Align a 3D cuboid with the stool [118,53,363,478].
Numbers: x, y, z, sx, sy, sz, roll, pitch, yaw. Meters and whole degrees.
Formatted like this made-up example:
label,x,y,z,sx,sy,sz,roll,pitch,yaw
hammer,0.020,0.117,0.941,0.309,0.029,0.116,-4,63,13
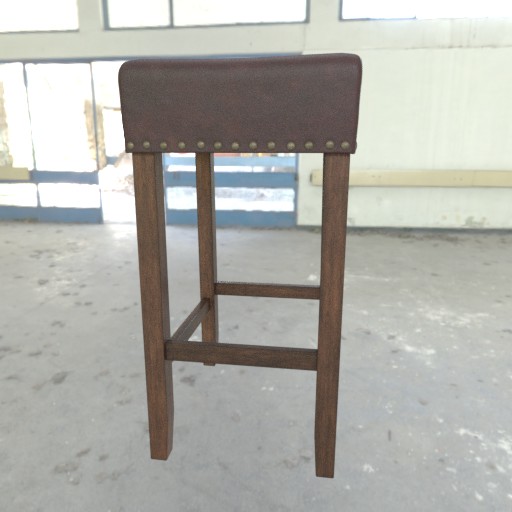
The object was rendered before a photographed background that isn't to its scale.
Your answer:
label,x,y,z,sx,sy,sz,roll,pitch,yaw
stool,0.000,0.000,1.004,0.401,0.769,0.465,2,14,8
